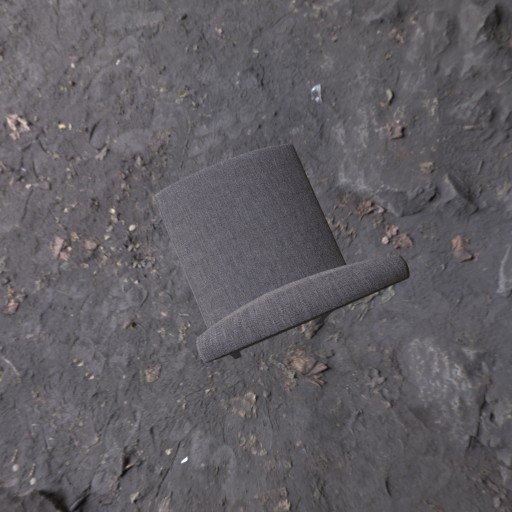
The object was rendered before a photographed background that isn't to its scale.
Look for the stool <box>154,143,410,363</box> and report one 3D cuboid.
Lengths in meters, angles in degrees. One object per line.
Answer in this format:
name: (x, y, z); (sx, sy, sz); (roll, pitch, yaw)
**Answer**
stool: (0.000, 0.000, 1.422); (0.451, 1.138, 0.552); (-22, 77, -5)
